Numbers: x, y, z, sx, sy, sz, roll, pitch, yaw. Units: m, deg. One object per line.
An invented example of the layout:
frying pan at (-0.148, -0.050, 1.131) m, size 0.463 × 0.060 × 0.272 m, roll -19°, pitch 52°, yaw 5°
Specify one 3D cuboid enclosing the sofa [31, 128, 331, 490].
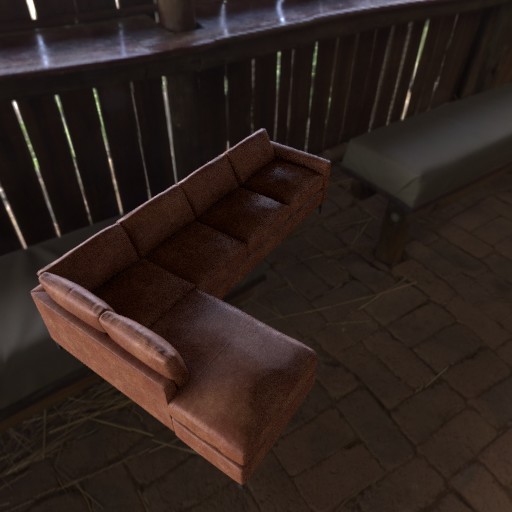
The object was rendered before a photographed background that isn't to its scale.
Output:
sofa at (0.000, 0.000, 3.789) m, size 1.938 × 0.877 × 2.984 m, roll 25°, pitch 47°, yaw 26°
